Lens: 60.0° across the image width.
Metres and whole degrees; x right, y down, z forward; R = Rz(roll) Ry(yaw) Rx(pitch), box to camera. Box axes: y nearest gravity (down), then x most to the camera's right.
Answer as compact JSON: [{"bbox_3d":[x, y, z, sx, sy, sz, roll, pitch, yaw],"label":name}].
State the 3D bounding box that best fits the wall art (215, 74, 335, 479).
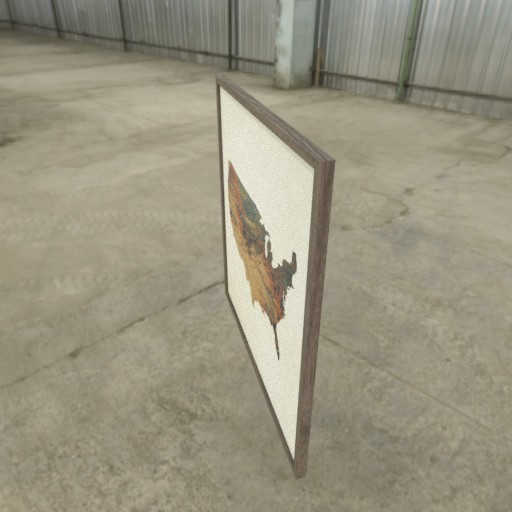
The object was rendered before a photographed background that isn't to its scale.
[{"bbox_3d":[0.000,0.000,0.762,0.016,0.507,0.508,-8,32,-13],"label":"wall art"}]
